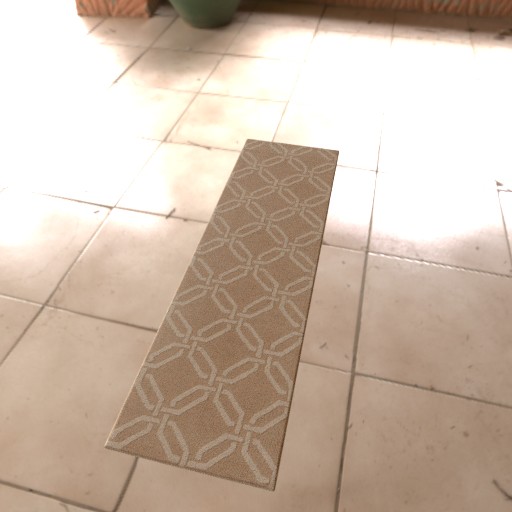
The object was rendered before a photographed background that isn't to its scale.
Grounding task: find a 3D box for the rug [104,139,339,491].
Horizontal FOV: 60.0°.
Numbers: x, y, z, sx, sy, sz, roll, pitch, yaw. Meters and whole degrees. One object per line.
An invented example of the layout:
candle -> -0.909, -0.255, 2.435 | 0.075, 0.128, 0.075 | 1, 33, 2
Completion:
rug -> 0.000, 0.000, 2.430 | 0.678, 0.014, 2.276 | 10, 47, 9
